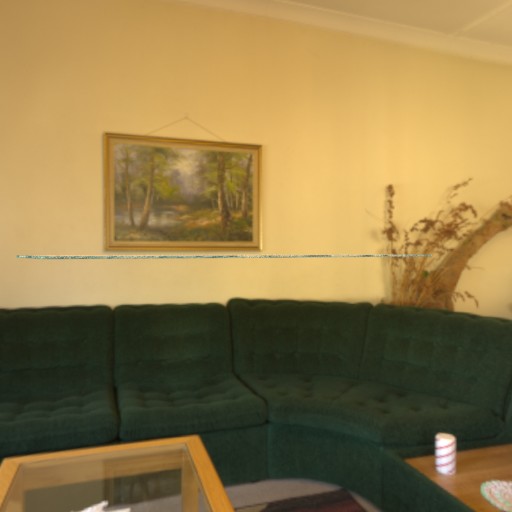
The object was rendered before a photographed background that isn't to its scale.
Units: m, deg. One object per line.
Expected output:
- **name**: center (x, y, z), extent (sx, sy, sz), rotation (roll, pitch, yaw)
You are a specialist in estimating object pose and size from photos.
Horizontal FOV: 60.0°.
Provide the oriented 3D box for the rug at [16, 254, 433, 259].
- **rug**: center (0.000, 0.000, 2.631), extent (2.435, 0.011, 0.750), rotation (0, 0, -35)
